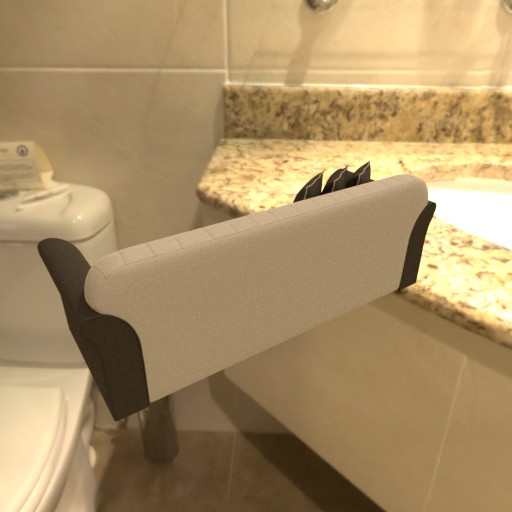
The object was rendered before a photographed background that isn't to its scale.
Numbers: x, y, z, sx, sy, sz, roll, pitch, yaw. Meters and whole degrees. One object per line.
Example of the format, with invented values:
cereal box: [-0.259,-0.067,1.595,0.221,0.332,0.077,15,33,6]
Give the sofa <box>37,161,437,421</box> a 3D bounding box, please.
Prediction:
sofa: [0.000,0.000,2.410,2.001,0.787,0.755,-18,34,-29]
